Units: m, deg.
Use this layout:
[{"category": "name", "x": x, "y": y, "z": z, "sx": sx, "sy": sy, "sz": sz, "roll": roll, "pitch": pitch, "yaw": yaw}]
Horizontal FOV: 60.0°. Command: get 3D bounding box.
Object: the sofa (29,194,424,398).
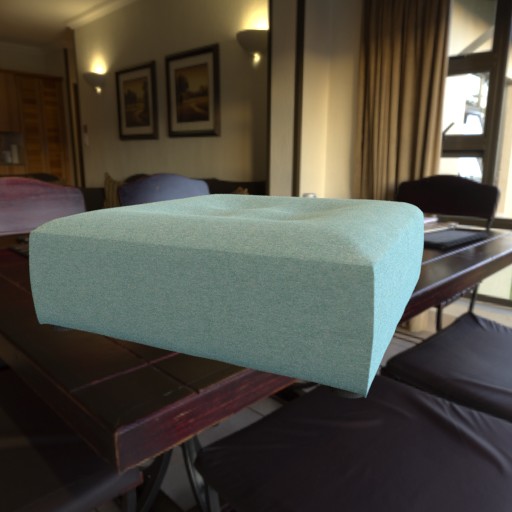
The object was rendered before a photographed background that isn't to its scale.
[{"category": "sofa", "x": 0.000, "y": 0.000, "z": 1.426, "sx": 0.930, "sy": 0.330, "sz": 0.930, "roll": 6, "pitch": 14, "yaw": 25}]
